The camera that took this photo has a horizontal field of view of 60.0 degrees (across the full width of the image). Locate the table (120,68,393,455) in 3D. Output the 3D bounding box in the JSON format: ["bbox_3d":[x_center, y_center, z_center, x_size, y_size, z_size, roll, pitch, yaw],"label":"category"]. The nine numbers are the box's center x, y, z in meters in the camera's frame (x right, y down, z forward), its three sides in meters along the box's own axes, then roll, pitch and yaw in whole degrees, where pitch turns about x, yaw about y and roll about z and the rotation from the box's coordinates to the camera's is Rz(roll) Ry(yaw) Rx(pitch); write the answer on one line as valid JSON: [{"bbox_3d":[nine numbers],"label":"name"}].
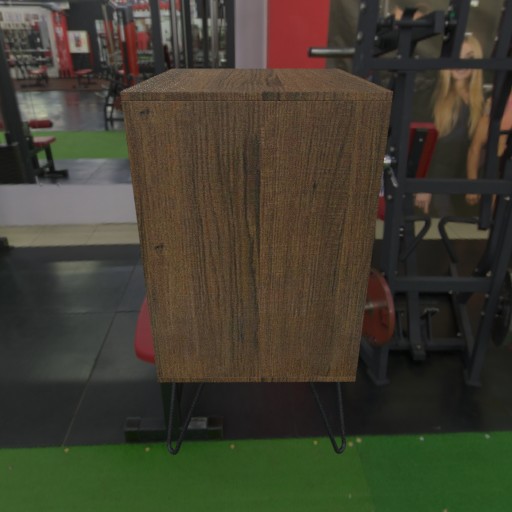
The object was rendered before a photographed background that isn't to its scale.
[{"bbox_3d":[0.000,0.000,1.154,0.457,0.866,0.526,0,27,0],"label":"table"}]
